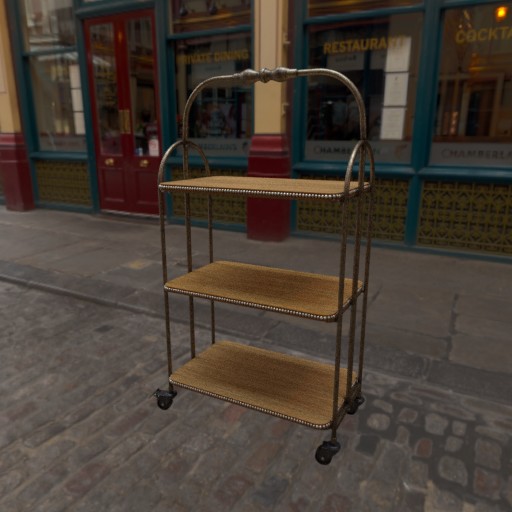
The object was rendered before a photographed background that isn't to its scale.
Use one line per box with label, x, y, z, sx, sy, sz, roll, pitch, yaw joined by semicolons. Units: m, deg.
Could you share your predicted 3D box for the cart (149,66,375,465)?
cart;0.000;0.000;1.336;0.650;1.052;0.330;8;16;27
